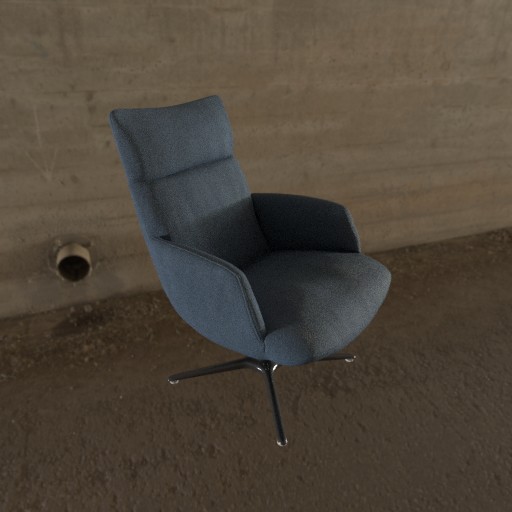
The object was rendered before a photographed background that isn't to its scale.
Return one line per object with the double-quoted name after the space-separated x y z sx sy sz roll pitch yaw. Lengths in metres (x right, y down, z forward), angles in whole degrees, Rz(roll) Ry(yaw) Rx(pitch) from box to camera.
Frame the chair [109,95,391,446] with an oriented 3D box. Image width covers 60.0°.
0.000 0.000 1.612 0.889 1.016 0.711 18 31 32 "chair"
